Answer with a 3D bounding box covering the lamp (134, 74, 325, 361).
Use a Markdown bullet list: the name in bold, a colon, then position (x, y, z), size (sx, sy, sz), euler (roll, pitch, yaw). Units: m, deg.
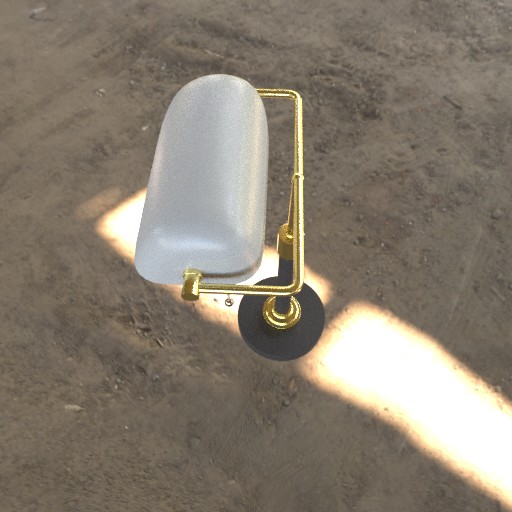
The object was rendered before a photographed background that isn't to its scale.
- **lamp**: position (0.000, 0.000, 0.569), size (0.227, 0.404, 0.269), euler (2, 59, 1)
